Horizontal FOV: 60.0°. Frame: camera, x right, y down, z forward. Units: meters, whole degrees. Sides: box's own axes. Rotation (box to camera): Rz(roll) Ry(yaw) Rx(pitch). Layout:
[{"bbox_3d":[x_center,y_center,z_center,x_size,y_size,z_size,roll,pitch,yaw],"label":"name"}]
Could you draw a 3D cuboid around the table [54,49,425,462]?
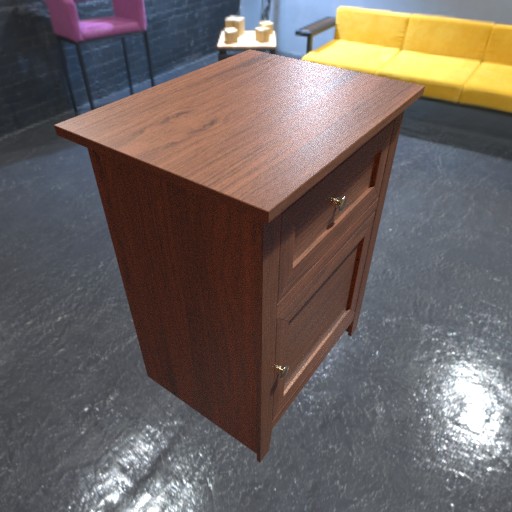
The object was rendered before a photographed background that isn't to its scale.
[{"bbox_3d":[0.000,0.000,0.913,0.381,0.636,0.480,25,46,27],"label":"table"}]
